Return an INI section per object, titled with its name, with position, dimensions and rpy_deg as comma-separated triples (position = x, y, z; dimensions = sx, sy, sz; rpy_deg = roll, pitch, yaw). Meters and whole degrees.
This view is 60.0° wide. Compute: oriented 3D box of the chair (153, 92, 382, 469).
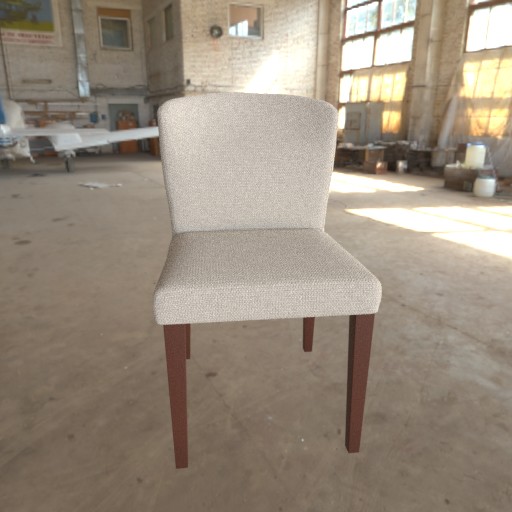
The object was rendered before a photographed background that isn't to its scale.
[chair]
position = 0.000, 0.000, 1.167
dimensions = 0.491, 0.839, 0.589
rpy_deg = -2, 17, -7
